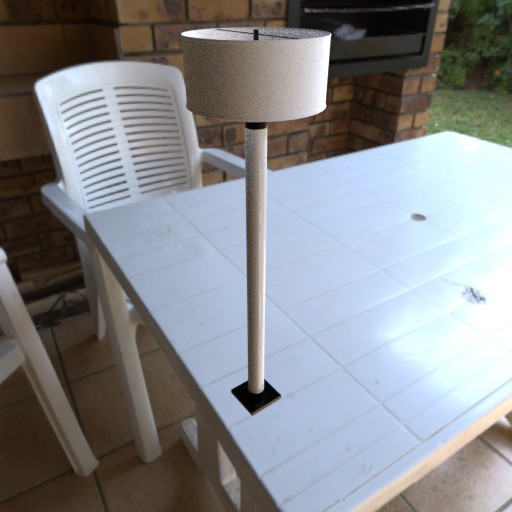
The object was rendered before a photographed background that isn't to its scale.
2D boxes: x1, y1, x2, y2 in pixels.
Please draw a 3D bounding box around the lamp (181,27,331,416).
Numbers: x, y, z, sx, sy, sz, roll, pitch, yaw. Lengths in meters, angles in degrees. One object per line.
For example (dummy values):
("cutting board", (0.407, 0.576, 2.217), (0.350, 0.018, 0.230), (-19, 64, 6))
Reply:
("lamp", (0.000, 0.000, 1.617), (0.420, 1.475, 0.420), (-21, 37, -31))
